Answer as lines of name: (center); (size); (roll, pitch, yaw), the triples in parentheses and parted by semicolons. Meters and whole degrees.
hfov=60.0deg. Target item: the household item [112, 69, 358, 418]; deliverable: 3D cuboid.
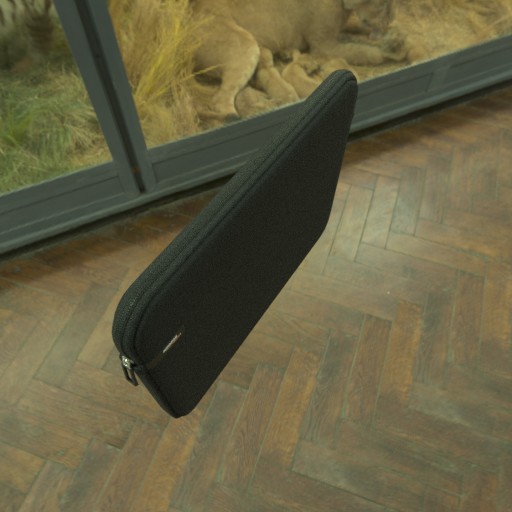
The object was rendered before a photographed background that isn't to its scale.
household item: (0.000, 0.000, 0.521); (0.030, 0.305, 0.396); (30, 62, 18)
